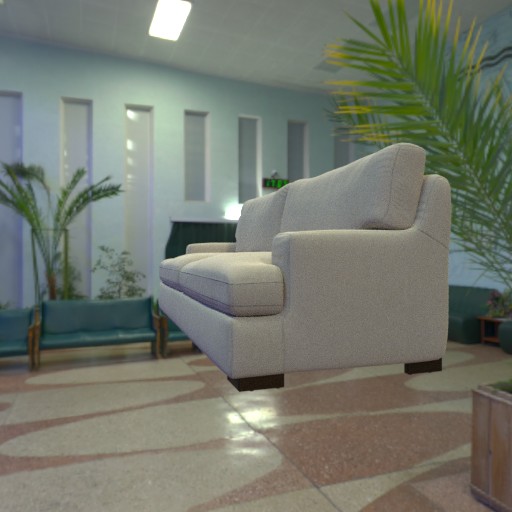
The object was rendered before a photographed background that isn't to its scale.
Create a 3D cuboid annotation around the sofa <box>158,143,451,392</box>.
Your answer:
[{"bbox_3d":[0.000,0.000,2.614,0.929,0.925,2.147,0,0,-19],"label":"sofa"}]
